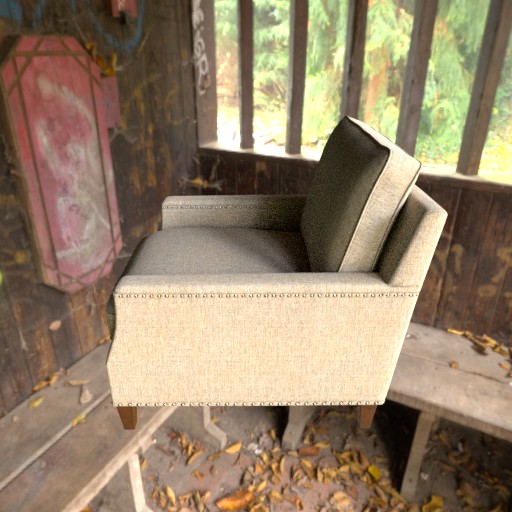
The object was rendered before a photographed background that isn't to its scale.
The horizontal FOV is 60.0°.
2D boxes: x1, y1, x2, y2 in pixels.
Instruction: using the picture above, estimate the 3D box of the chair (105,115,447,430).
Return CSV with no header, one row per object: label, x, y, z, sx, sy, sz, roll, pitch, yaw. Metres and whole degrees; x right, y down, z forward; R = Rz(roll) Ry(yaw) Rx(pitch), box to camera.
chair,0.000,0.000,1.687,1.014,0.943,0.853,0,26,0
